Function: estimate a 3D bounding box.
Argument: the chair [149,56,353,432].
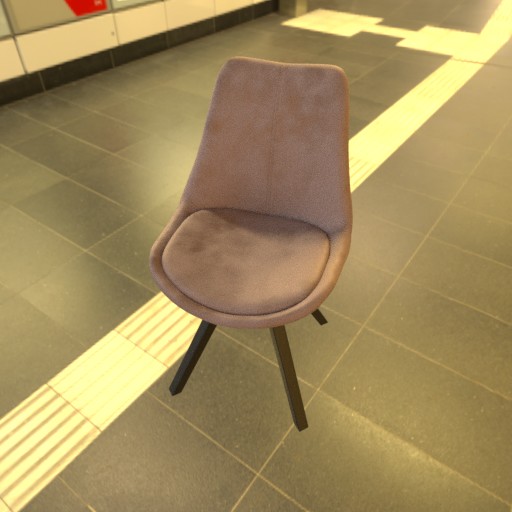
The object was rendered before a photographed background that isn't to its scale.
[{"bbox_3d":[0.000,0.000,1.201,0.483,0.865,0.547,11,42,12],"label":"chair"}]
